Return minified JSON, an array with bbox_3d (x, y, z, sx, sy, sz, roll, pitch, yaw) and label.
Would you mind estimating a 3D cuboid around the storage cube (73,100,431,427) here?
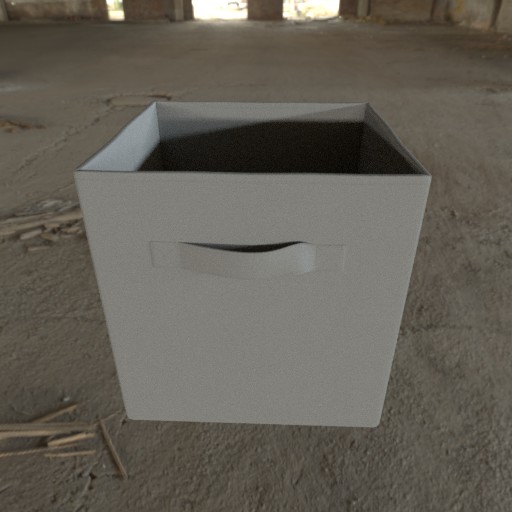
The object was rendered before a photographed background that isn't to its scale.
[{"bbox_3d":[0.000,0.000,0.497,0.270,0.280,0.270,1,31,2],"label":"storage cube"}]
